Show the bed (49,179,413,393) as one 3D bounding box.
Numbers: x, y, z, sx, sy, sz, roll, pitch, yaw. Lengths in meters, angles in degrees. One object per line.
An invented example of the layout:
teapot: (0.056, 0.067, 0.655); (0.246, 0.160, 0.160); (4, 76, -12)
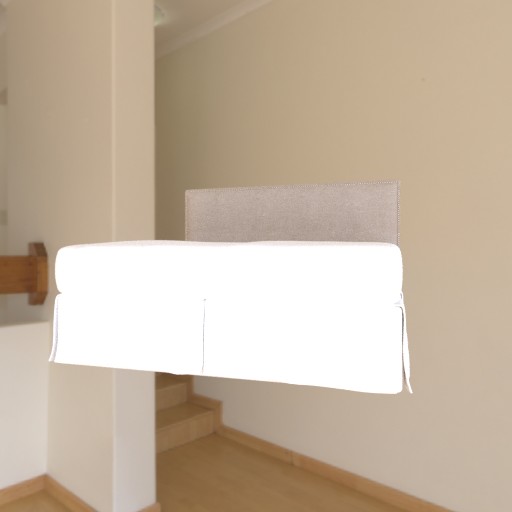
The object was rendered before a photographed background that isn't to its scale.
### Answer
bed: (0.000, 0.000, 3.330); (2.170, 1.346, 1.914); (0, 0, 17)
